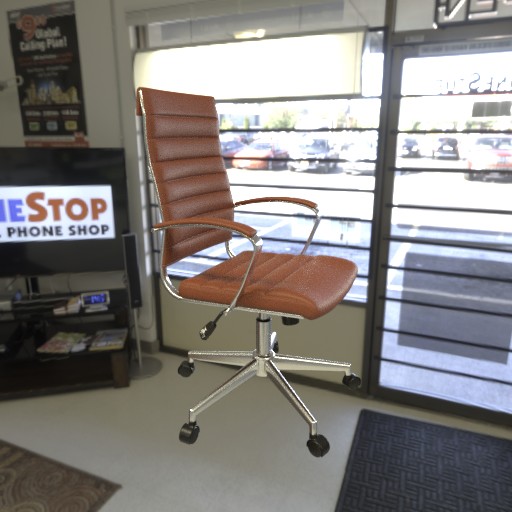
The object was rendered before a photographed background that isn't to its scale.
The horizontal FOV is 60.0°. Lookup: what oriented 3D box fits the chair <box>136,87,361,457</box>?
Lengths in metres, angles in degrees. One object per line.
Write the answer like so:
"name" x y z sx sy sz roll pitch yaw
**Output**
"chair" 0.000 0.000 1.619 0.739 1.149 0.766 8 17 26
